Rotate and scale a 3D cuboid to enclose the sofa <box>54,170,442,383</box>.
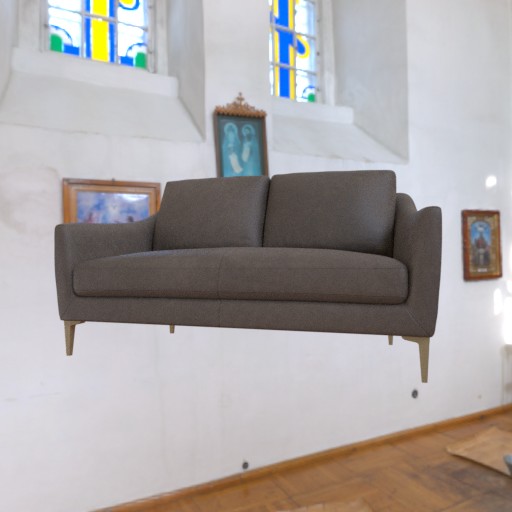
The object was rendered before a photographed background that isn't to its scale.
[{"bbox_3d":[0.000,0.000,2.175,1.619,0.902,0.960,0,-1,18],"label":"sofa"}]
